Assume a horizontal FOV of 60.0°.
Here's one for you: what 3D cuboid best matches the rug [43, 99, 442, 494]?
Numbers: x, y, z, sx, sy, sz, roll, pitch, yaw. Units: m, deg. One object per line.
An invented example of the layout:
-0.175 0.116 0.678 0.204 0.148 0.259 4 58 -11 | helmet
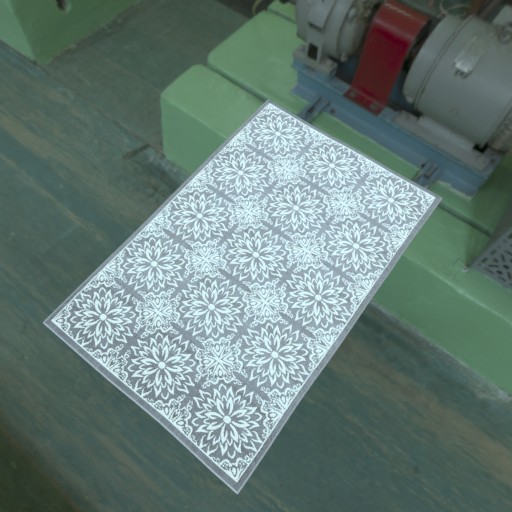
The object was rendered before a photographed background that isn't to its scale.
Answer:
0.000 0.000 3.462 1.819 0.018 2.746 35 69 15 | rug
